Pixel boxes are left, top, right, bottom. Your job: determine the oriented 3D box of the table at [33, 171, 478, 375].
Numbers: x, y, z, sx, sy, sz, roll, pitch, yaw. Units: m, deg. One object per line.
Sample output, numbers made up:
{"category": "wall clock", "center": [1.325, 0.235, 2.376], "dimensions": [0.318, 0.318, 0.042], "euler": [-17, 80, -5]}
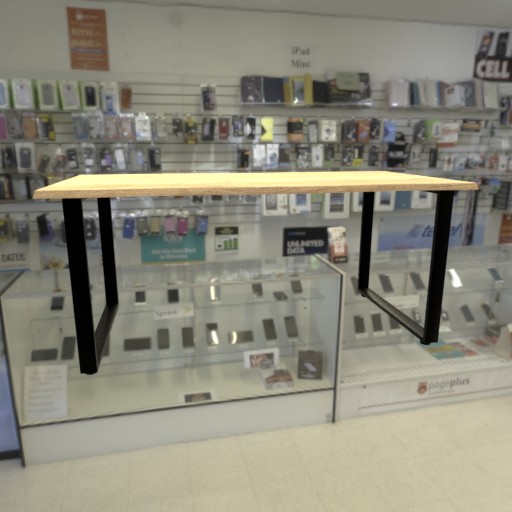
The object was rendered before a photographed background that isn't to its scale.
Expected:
{"category": "table", "center": [0.000, 0.000, 2.257], "dimensions": [1.800, 0.780, 0.900], "euler": [-3, 14, -10]}
